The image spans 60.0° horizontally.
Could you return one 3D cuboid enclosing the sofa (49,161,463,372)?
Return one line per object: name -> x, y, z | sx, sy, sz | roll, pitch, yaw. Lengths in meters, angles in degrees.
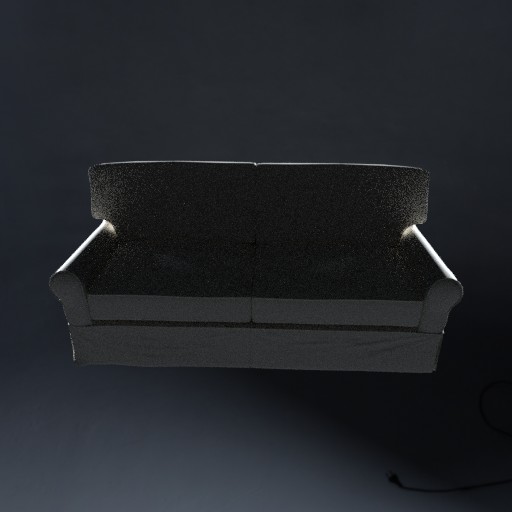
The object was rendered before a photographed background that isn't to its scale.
sofa -> 0.000, 0.000, 2.514 | 2.021, 0.937, 0.862 | 1, 29, 2
